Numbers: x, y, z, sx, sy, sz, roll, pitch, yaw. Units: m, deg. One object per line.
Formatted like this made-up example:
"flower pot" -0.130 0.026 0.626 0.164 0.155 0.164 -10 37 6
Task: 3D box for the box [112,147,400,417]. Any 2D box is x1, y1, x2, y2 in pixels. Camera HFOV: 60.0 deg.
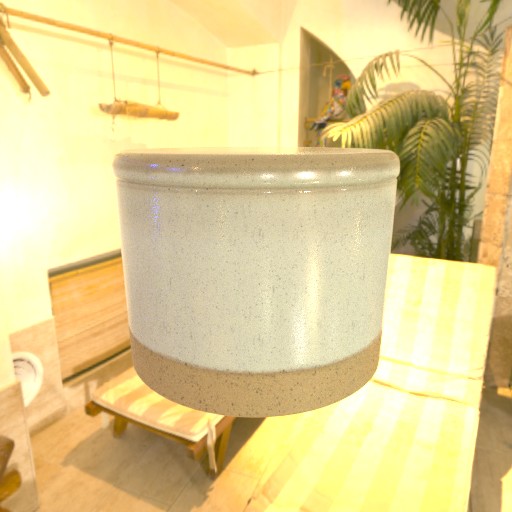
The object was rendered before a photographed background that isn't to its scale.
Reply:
"box" 0.000 0.000 0.262 0.154 0.123 0.154 0 15 0
